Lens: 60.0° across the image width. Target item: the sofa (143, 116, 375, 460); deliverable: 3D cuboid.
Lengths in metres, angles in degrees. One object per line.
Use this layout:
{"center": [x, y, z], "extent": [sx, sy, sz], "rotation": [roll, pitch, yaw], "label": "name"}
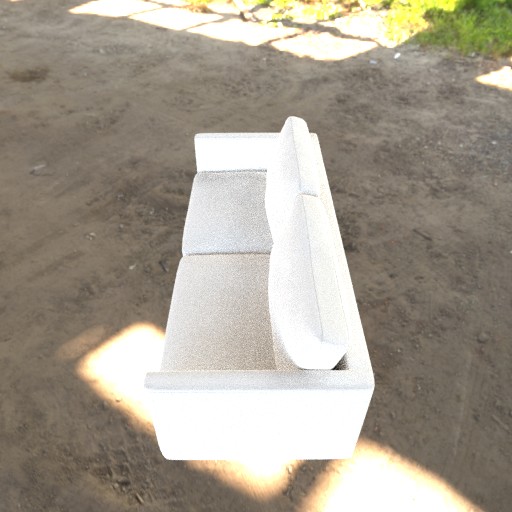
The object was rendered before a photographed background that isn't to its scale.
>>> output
{"center": [0.000, 0.000, 2.638], "extent": [0.924, 0.933, 2.139], "rotation": [0, 42, 0], "label": "sofa"}
